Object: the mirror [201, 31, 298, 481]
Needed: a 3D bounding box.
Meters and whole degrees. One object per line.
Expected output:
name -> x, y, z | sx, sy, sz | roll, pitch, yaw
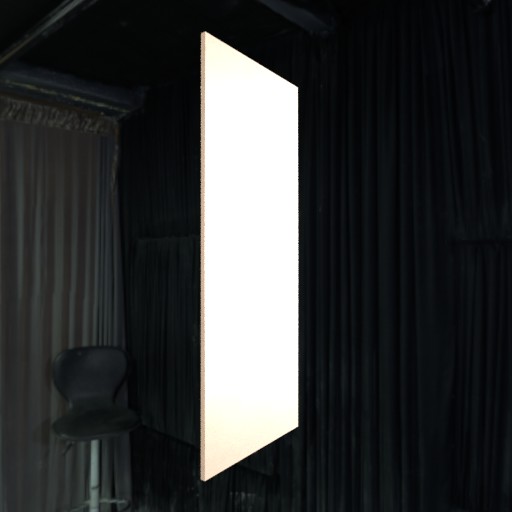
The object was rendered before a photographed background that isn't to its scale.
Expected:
mirror -> 0.000, 0.000, 2.338 | 0.026, 2.031, 0.812 | 0, -1, 36
